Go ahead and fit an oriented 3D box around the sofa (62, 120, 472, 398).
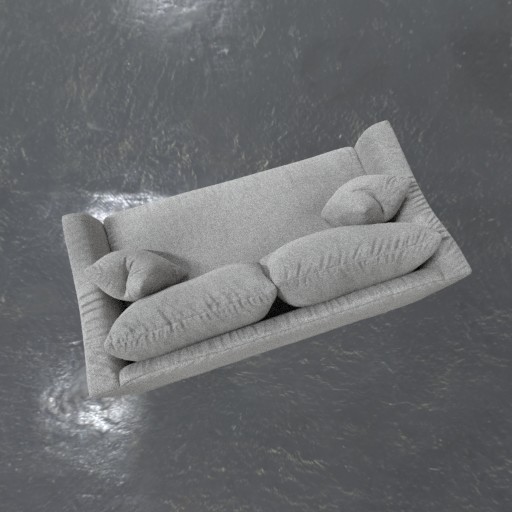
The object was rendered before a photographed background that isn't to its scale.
[{"bbox_3d":[0.000,0.000,2.642,2.010,1.018,1.072,-17,75,-5],"label":"sofa"}]
